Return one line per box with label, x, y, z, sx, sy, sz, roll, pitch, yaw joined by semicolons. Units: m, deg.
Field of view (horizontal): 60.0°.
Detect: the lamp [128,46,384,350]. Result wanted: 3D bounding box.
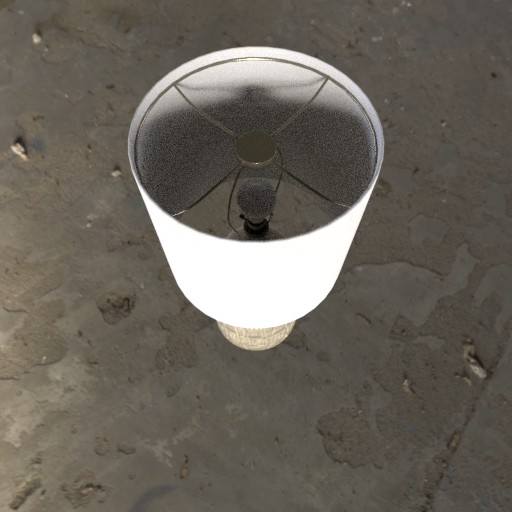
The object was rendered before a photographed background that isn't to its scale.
lamp;0.000;0.000;0.570;0.211;0.455;0.211;-32;67;-15
